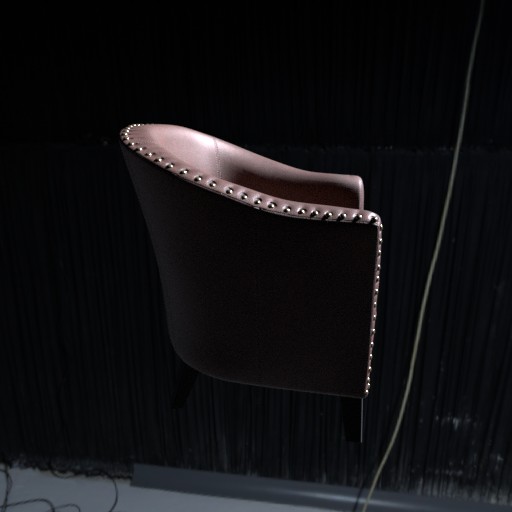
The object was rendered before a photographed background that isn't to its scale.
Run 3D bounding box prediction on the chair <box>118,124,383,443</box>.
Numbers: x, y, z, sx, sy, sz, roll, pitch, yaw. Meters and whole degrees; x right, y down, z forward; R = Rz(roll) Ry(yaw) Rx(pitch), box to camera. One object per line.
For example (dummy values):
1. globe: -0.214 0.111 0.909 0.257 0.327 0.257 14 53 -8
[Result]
1. chair: 0.000 0.000 1.442 0.748 0.823 0.794 3 17 9
